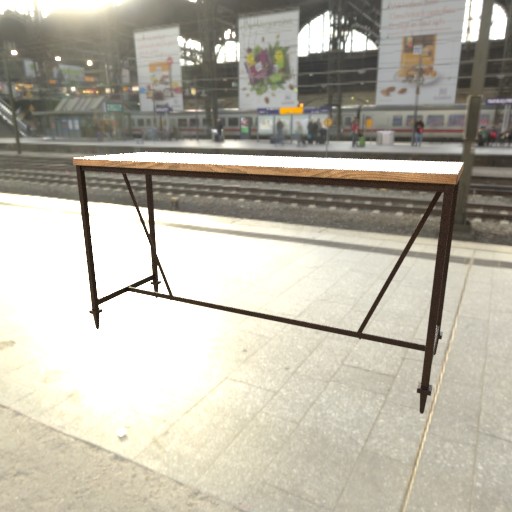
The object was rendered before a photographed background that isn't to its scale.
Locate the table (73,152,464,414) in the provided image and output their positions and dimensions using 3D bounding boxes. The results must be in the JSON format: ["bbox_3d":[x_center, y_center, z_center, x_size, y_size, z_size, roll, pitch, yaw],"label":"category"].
[{"bbox_3d":[0.000,0.000,2.127,1.700,0.902,0.551,8,18,25],"label":"table"}]
